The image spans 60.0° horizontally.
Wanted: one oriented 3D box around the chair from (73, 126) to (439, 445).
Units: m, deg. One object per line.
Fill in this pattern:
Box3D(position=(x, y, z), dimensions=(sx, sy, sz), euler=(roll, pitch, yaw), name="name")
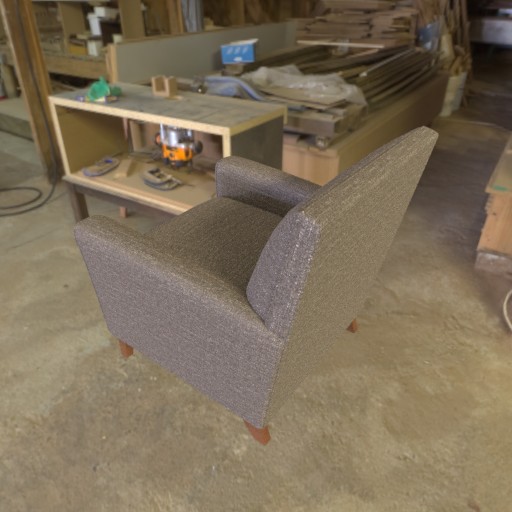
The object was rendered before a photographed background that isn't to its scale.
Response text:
Box3D(position=(0.000, 0.000, 1.579), dimensions=(0.875, 0.885, 0.838), euler=(21, 38, 30), name="chair")
